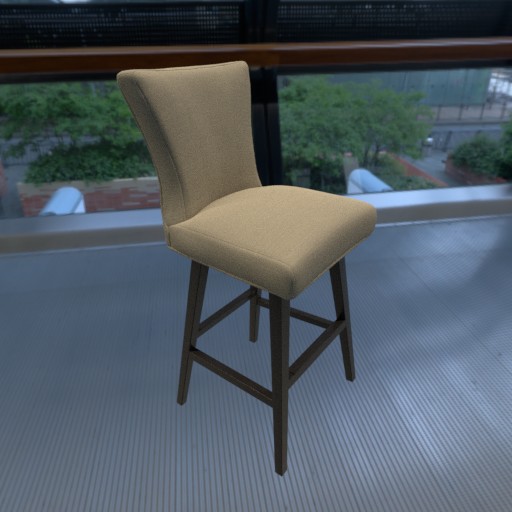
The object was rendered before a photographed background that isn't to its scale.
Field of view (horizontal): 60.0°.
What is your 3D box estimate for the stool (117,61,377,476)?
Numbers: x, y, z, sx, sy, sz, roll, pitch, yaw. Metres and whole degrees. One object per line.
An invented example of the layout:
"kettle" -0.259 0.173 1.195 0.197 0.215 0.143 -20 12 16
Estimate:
"stool" 0.000 0.000 1.388 0.574 1.086 0.514 18 32 31
